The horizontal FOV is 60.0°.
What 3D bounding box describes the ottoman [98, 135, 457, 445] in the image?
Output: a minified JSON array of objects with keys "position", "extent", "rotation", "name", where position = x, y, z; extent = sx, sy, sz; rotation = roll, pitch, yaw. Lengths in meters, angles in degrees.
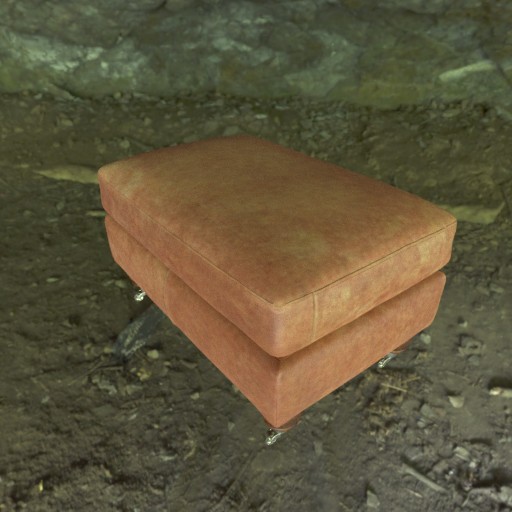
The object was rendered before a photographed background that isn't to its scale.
[{"position":[0.000,0.000,1.222],"extent":[0.565,0.507,0.852],"rotation":[-22,37,-32],"name":"ottoman"}]
